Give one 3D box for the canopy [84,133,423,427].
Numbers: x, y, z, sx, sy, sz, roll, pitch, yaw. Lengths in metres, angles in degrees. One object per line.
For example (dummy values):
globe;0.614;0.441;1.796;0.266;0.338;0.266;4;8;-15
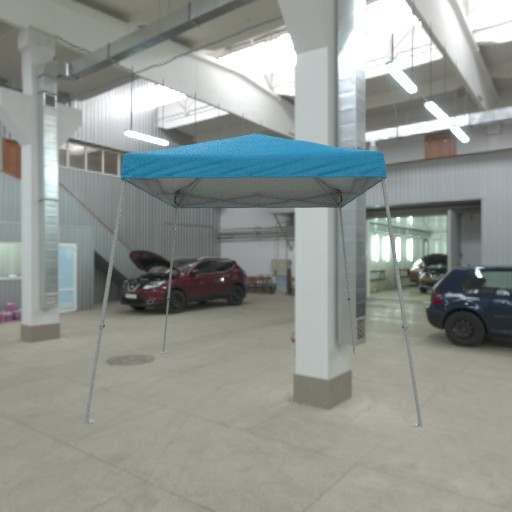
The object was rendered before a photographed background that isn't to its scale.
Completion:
canopy;0.000;0.000;5.149;2.850;2.850;2.849;0;0;1
